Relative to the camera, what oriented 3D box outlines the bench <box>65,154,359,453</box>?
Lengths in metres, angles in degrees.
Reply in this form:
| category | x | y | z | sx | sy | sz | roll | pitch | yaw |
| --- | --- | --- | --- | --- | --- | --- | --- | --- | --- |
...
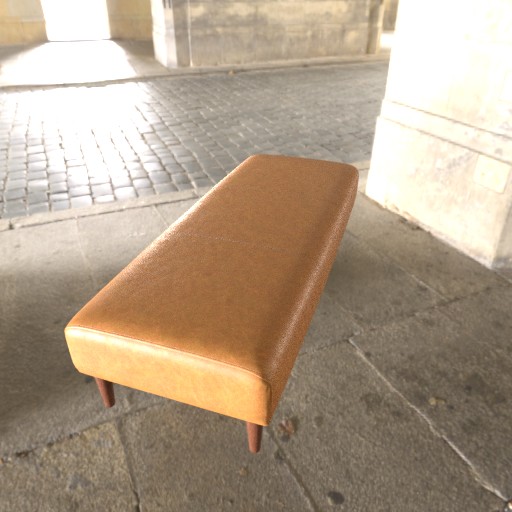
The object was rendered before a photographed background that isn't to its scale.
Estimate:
| category | x | y | z | sx | sy | sz | roll | pitch | yaw |
| --- | --- | --- | --- | --- | --- | --- | --- | --- | --- |
| bench | 0.000 | 0.000 | 1.894 | 0.653 | 0.399 | 1.610 | 10 | 33 | 16 |
